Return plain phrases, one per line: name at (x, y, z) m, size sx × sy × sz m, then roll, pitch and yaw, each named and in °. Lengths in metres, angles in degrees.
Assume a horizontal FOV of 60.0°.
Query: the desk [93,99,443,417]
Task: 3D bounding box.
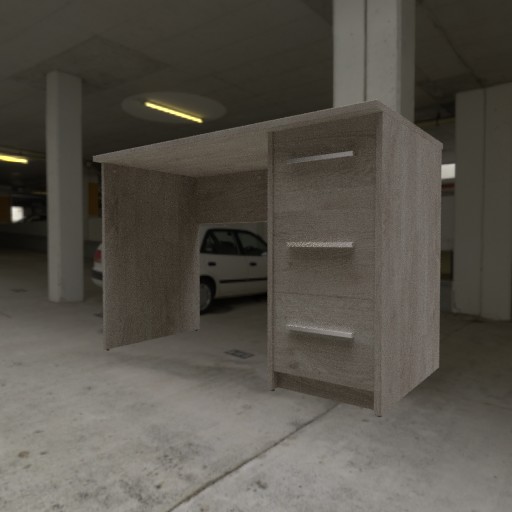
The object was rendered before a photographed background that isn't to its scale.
desk at (0.000, 0.000, 1.555) m, size 1.097 × 0.735 × 0.560 m, roll 1°, pitch 2°, yaw 37°
